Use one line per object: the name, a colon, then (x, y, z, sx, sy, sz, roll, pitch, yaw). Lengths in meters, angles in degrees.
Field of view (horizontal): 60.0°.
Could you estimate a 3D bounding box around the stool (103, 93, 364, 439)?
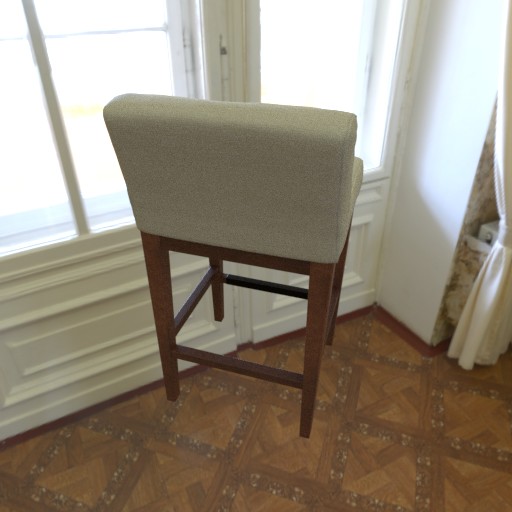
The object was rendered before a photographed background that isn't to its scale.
stool: (0.000, 0.000, 1.257, 0.511, 0.937, 0.500, 10, 34, 15)
